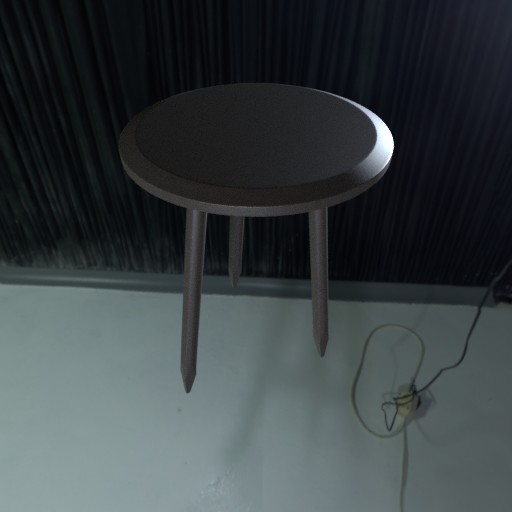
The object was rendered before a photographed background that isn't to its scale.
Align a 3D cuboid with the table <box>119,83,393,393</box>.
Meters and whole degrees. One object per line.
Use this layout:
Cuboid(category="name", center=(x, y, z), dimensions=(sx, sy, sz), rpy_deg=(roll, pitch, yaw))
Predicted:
Cuboid(category="table", center=(0.000, 0.000, 0.943), dimensions=(0.457, 0.585, 0.457), rpy_deg=(0, 41, 0))
